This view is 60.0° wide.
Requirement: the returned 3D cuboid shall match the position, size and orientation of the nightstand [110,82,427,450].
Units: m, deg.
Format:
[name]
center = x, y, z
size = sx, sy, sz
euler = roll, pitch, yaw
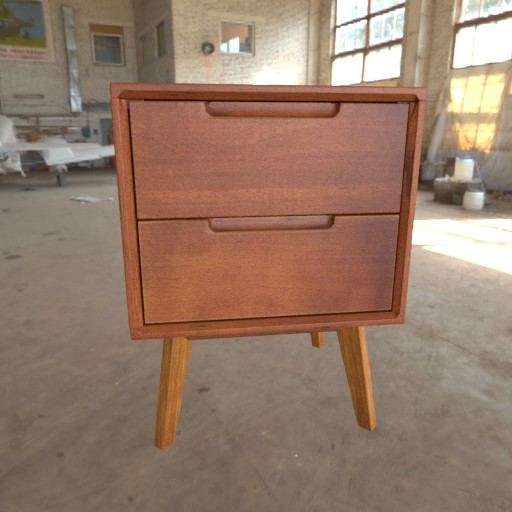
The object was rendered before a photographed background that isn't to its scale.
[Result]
[nightstand]
center = 0.000, 0.000, 0.909
size = 0.460, 0.618, 0.411
euler = -2, 16, -8
